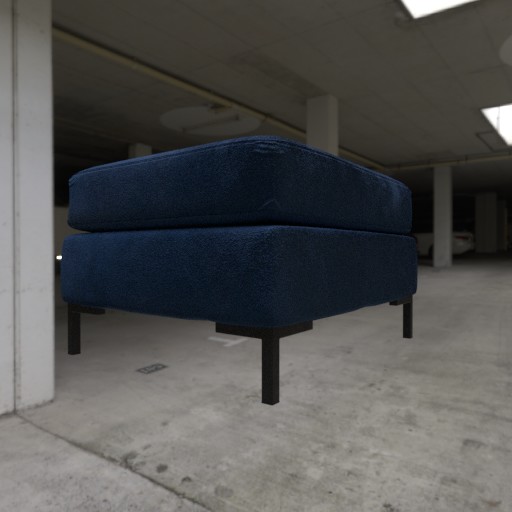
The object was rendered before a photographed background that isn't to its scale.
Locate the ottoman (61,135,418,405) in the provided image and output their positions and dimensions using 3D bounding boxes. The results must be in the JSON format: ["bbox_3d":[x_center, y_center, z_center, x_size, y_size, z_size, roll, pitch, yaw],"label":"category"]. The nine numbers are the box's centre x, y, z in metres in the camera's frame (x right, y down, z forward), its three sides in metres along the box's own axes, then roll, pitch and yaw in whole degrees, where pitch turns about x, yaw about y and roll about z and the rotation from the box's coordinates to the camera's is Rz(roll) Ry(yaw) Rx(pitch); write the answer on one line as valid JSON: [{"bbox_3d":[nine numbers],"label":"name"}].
[{"bbox_3d":[0.000,0.000,1.208,0.655,0.485,0.794,0,1,37],"label":"ottoman"}]
